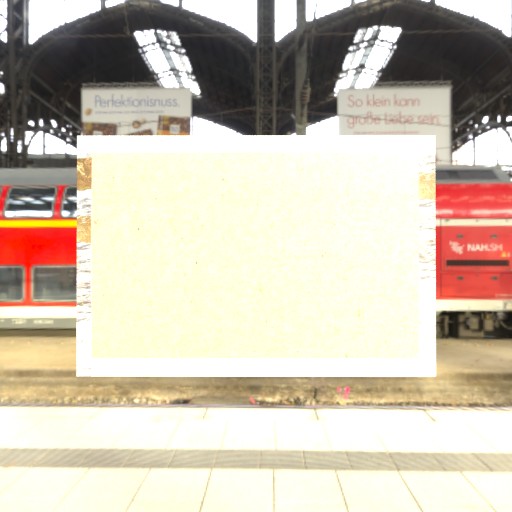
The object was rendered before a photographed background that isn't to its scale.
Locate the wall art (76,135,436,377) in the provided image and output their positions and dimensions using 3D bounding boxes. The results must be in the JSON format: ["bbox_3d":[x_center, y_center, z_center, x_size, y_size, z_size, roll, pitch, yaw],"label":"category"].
[{"bbox_3d":[0.000,0.000,0.767,0.606,0.407,0.041,0,0,0],"label":"wall art"}]
